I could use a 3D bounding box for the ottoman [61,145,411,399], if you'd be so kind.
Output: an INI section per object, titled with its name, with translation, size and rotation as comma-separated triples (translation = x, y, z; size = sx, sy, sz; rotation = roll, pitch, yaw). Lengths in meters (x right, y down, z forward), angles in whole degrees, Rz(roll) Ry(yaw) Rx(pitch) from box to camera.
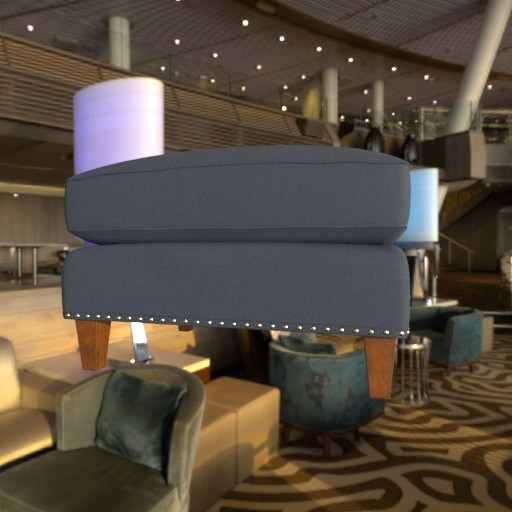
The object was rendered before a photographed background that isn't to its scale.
[ottoman]
translation = 0.000, 0.000, 1.152
size = 0.741, 0.513, 0.584
rotation = 0, 1, 17
